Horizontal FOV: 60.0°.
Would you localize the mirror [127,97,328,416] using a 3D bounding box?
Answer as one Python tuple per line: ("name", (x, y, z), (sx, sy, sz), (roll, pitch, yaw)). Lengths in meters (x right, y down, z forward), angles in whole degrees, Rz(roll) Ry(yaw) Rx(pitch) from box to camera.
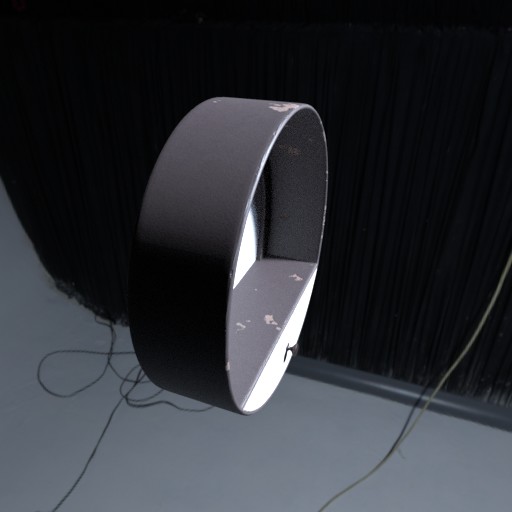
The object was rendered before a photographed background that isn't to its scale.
("mirror", (0.000, 0.000, 0.582), (0.126, 0.386, 0.386), (11, 32, 18))
